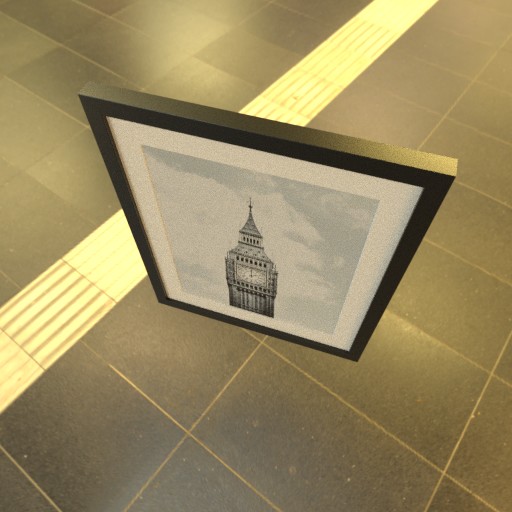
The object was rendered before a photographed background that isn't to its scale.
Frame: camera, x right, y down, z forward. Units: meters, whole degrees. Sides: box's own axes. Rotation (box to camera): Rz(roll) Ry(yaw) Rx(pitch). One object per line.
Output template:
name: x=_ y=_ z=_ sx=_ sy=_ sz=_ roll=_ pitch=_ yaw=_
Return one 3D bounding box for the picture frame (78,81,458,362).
picture frame: x=0.000 y=0.000 z=0.753 sx=0.460 sy=0.556 sz=0.028 roll=15 pitch=57 yaw=10
